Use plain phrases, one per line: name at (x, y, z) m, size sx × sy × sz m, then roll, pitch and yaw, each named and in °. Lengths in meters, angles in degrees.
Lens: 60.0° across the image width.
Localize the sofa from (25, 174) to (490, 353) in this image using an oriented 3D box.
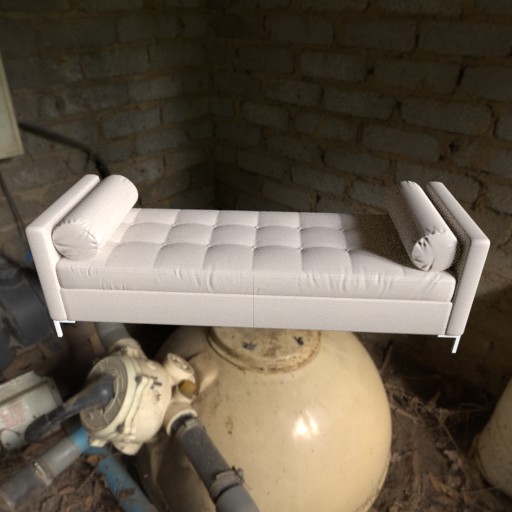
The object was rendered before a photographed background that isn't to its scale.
sofa at (0.000, 0.000, 2.311) m, size 1.981 × 0.635 × 0.686 m, roll 2°, pitch 30°, yaw 3°
